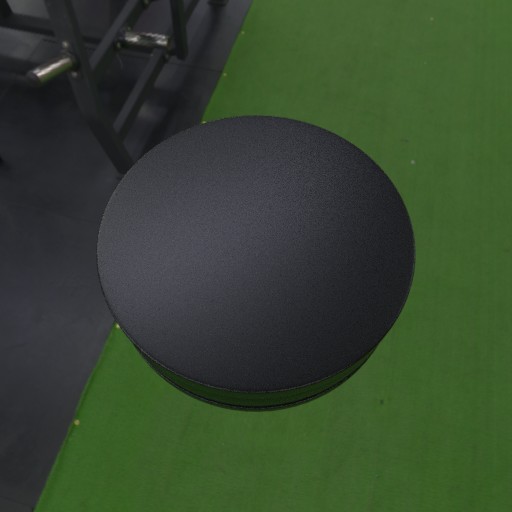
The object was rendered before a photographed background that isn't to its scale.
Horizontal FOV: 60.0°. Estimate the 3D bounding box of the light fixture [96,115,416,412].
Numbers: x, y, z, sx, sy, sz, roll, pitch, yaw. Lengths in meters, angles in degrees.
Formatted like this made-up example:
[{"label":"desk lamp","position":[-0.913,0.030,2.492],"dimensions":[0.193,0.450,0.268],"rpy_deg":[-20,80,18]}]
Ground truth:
[{"label":"light fixture","position":[0.000,0.000,0.436],"dimensions":[0.283,0.097,0.283],"rpy_deg":[0,62,0]}]
